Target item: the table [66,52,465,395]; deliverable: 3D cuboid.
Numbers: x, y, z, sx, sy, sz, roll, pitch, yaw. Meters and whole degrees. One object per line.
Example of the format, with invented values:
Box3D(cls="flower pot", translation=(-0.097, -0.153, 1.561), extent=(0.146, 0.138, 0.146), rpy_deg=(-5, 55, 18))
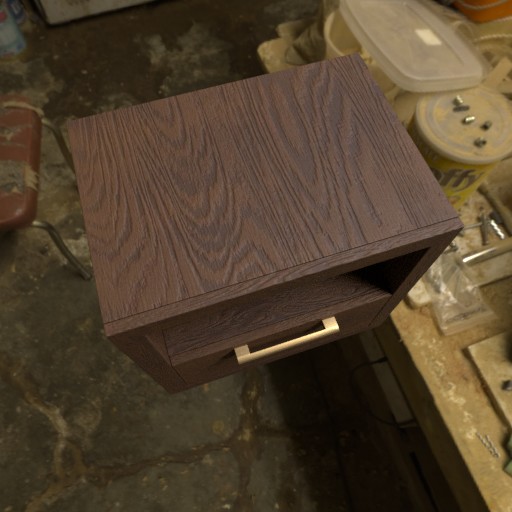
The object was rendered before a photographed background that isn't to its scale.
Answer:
Box3D(cls="table", translation=(0.000, 0.000, 0.988), extent=(0.560, 0.585, 0.439), rpy_deg=(-16, 65, -8))
